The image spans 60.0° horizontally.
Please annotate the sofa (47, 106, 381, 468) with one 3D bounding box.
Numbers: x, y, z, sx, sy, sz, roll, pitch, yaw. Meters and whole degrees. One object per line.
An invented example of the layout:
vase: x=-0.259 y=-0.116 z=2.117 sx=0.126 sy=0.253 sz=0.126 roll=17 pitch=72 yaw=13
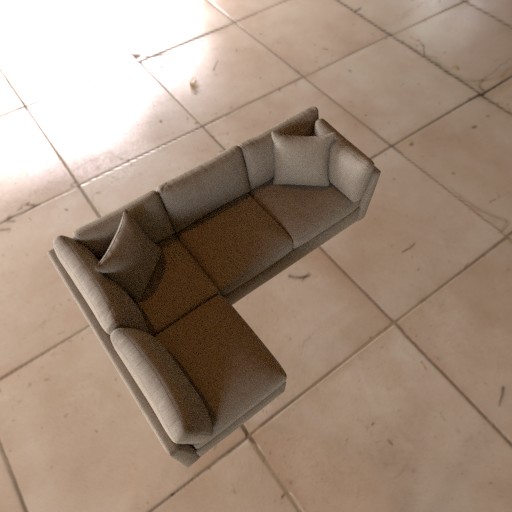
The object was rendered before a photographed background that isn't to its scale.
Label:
sofa: x=0.000 y=0.000 z=3.902 sx=2.896 sy=0.978 sz=1.994 roll=-33 pitch=63 yaw=-19
